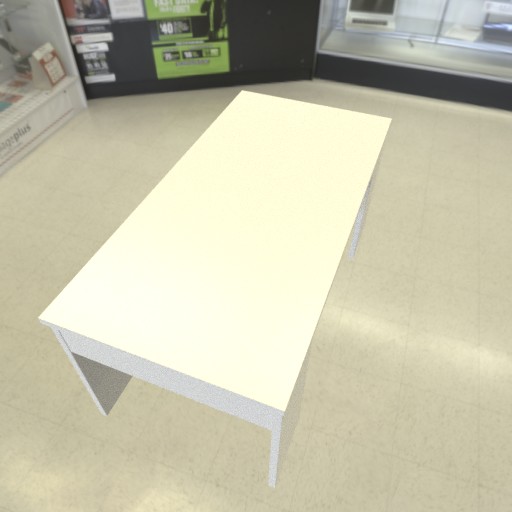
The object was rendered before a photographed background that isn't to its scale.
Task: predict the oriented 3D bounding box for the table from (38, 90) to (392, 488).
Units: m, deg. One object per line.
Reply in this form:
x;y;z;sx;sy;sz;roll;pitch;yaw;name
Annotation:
0.000;0.000;1.261;0.500;0.440;1.000;16;49;15;table
